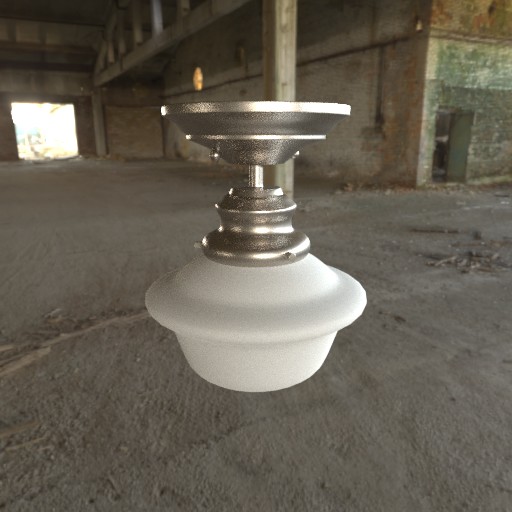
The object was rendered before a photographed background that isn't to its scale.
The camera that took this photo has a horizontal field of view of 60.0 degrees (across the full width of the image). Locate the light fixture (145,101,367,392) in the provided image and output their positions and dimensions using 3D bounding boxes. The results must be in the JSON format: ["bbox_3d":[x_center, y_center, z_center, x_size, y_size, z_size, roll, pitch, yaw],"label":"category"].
[{"bbox_3d":[0.000,0.000,0.398,0.199,0.254,0.199,0,15,0],"label":"light fixture"}]
